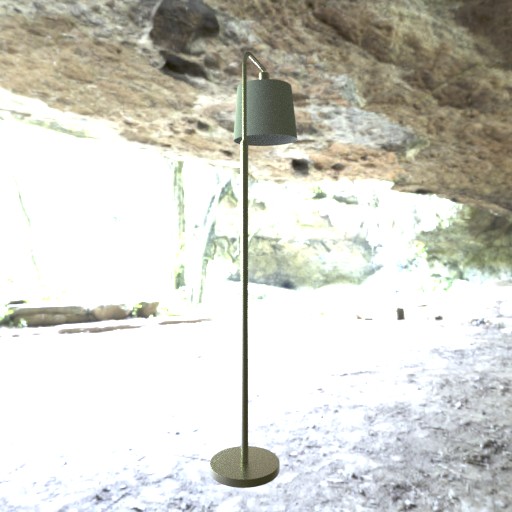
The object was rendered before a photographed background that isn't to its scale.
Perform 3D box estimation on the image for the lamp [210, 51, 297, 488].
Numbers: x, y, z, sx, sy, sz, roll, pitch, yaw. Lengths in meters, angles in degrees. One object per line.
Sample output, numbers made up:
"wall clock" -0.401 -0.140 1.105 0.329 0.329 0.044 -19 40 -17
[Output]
"lamp" 0.000 0.000 1.655 0.254 1.478 0.508 0 1 17
